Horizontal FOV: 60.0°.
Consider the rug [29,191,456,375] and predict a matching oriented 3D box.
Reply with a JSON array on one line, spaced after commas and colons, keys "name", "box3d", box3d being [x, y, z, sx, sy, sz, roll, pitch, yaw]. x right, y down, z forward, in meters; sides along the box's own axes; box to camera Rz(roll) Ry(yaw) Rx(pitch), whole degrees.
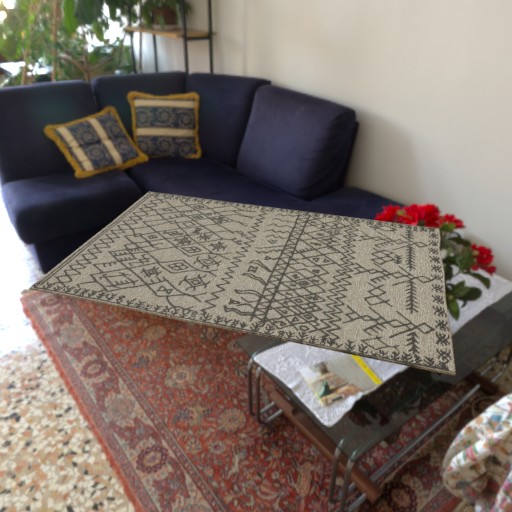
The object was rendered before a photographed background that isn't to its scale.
[{"name": "rug", "box3d": [0.000, 0.000, 4.742, 3.824, 0.019, 2.393, 9, 33, 14]}]
